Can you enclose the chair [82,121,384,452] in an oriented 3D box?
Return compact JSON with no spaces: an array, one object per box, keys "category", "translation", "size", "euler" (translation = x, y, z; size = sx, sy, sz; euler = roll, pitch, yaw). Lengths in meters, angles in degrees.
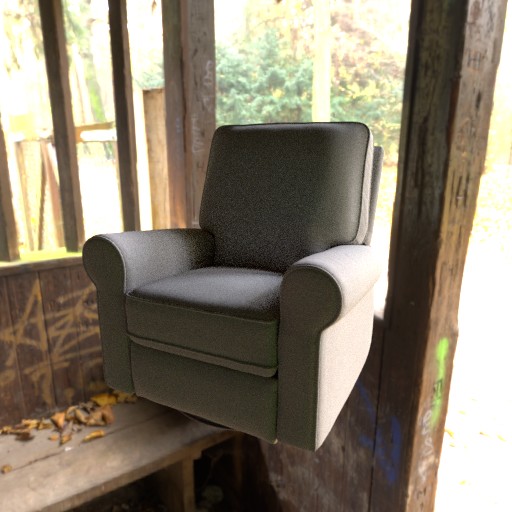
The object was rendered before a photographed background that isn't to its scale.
[{"category":"chair","translation":[0.000,0.000,1.635],"size":[0.890,0.960,0.878],"euler":[7,17,25]}]
